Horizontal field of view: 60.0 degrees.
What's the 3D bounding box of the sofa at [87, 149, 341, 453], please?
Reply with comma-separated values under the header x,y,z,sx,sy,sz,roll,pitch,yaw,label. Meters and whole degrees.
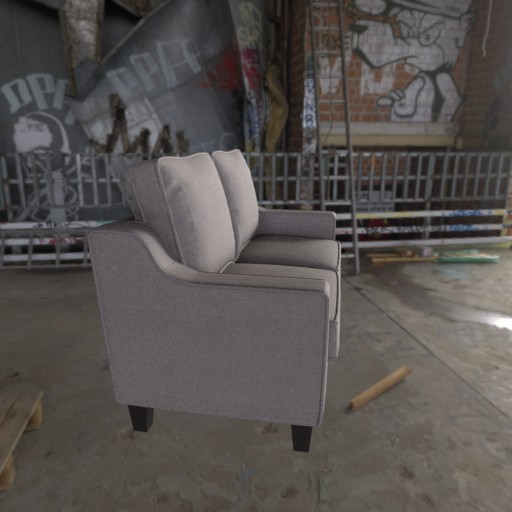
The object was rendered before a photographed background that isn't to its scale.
x,y,z,sx,sy,sz,roll,pitch,yaw,label
0.000,0.000,2.072,0.791,0.948,1.500,3,15,10,sofa
